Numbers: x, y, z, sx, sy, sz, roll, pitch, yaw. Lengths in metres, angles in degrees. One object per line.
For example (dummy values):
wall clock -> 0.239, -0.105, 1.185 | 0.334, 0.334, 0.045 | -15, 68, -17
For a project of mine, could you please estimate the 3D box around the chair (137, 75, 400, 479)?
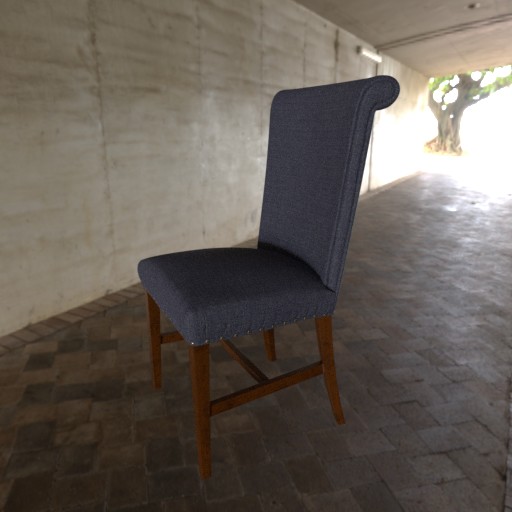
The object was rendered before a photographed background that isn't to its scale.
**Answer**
chair -> 0.000, 0.000, 1.326 | 0.608, 0.988, 0.513 | -8, 18, -26
